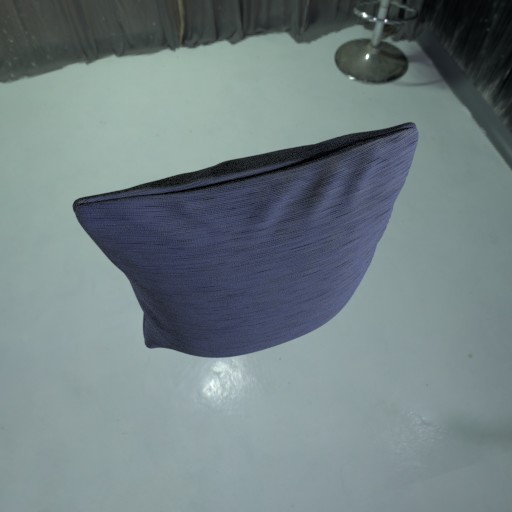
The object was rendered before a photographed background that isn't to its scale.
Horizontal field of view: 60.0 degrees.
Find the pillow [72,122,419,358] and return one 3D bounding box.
[{"bbox_3d":[0.000,0.000,0.691,0.432,0.414,0.246,-15,59,-9],"label":"pillow"}]
